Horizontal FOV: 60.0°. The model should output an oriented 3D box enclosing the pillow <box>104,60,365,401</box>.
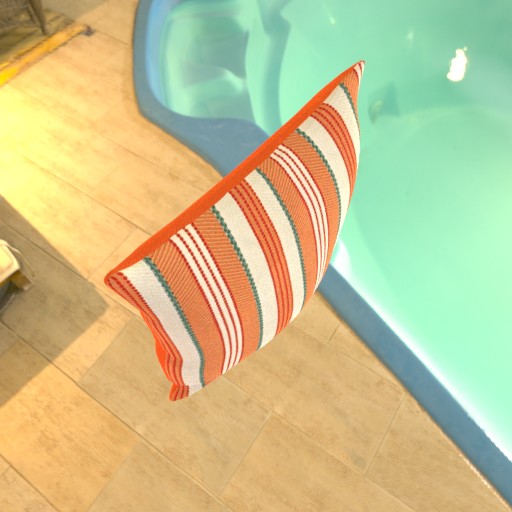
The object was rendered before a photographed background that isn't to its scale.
[{"bbox_3d":[0.000,0.000,0.667,0.182,0.441,0.440,36,65,20],"label":"pillow"}]
